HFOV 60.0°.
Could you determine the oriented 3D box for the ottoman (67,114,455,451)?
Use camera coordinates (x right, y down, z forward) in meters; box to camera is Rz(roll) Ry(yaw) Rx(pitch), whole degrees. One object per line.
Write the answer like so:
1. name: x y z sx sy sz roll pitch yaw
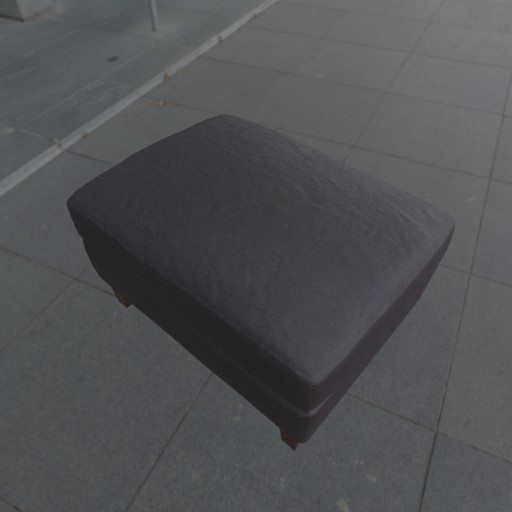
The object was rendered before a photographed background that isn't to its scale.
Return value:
1. ottoman: 0.000 0.000 1.307 0.887 0.529 0.659 32 54 27
